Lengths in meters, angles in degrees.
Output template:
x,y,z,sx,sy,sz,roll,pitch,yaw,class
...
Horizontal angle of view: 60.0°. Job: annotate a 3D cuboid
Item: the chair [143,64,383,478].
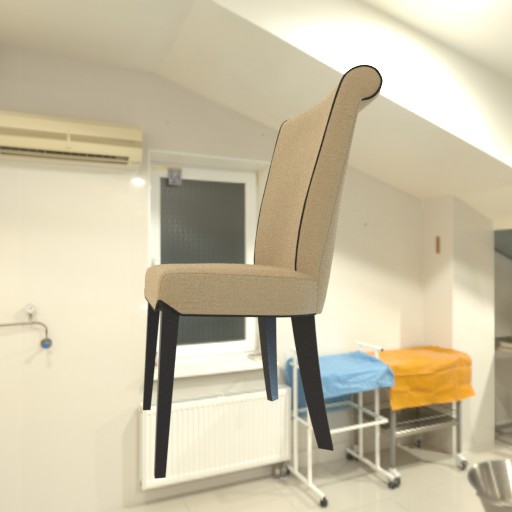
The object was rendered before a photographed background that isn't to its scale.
x,y,z,sx,sy,sz,roll,pitch,yaw,class
0.000,0.000,1.310,0.623,0.997,0.522,0,0,-17,chair
